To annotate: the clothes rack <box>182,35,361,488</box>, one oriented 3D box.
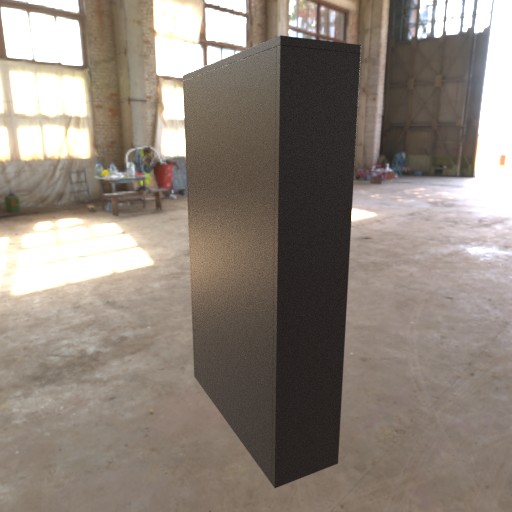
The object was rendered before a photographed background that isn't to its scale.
[{"bbox_3d":[0.000,0.000,1.585,0.250,1.280,0.750,-7,16,-26],"label":"clothes rack"}]
